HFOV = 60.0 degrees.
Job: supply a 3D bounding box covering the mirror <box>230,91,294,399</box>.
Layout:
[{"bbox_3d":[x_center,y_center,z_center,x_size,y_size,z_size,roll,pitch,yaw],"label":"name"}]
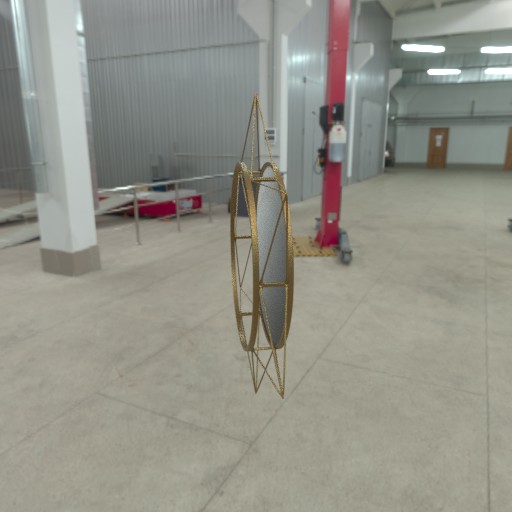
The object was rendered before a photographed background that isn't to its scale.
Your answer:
[{"bbox_3d":[0.000,0.000,0.831,0.062,0.581,0.498,-2,15,-9],"label":"mirror"}]
